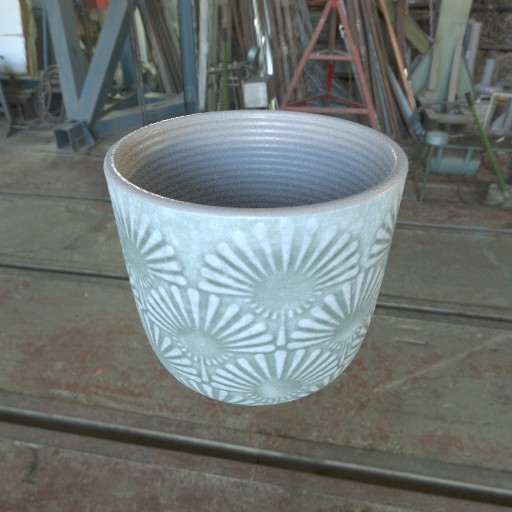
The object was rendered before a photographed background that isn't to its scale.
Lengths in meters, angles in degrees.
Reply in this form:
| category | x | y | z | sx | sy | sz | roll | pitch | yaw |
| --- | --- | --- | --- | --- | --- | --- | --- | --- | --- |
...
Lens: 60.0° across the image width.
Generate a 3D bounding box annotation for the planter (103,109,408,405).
| category | x | y | z | sx | sy | sz | roll | pitch | yaw |
| --- | --- | --- | --- | --- | --- | --- | --- | --- | --- |
| planter | 0.000 | 0.000 | 0.216 | 0.124 | 0.109 | 0.124 | 0 | 32 | 0 |
